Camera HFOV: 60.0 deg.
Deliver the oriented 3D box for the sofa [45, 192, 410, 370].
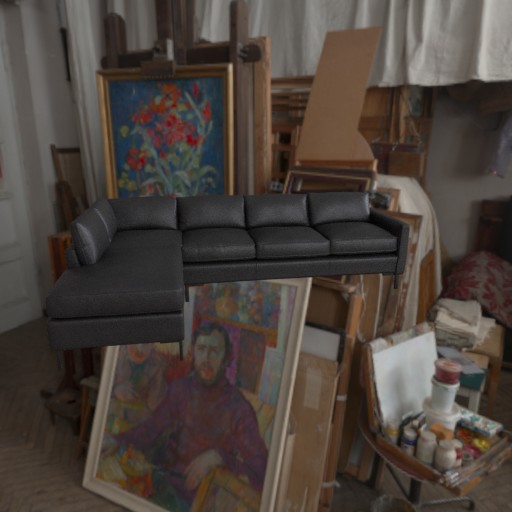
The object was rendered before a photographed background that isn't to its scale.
[{"bbox_3d":[0.000,0.000,3.874,2.984,0.877,1.938,-3,17,-9],"label":"sofa"}]
